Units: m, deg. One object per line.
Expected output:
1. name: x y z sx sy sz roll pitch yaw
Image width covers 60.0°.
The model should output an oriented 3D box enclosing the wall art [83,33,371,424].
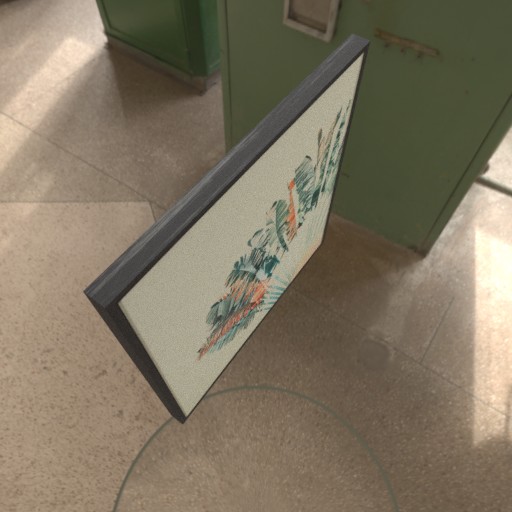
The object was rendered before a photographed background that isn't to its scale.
1. wall art: 0.000 0.000 1.095 0.043 0.758 0.762 31 63 18
